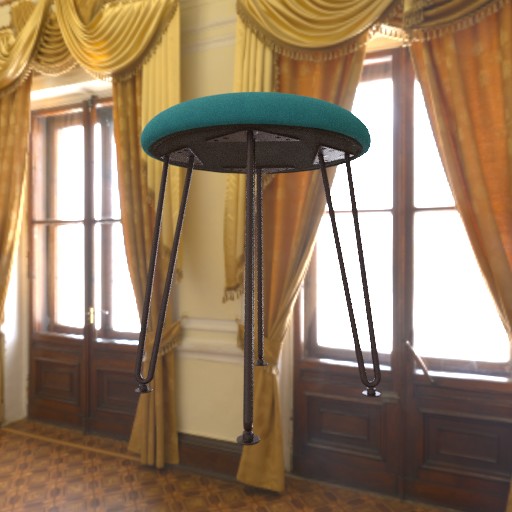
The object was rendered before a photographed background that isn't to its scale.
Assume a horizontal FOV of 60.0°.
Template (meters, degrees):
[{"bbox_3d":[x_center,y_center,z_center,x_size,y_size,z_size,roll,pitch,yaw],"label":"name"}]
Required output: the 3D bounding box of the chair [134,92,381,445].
[{"bbox_3d":[0.000,0.000,0.695,0.350,0.430,0.350,0,0,36],"label":"chair"}]
